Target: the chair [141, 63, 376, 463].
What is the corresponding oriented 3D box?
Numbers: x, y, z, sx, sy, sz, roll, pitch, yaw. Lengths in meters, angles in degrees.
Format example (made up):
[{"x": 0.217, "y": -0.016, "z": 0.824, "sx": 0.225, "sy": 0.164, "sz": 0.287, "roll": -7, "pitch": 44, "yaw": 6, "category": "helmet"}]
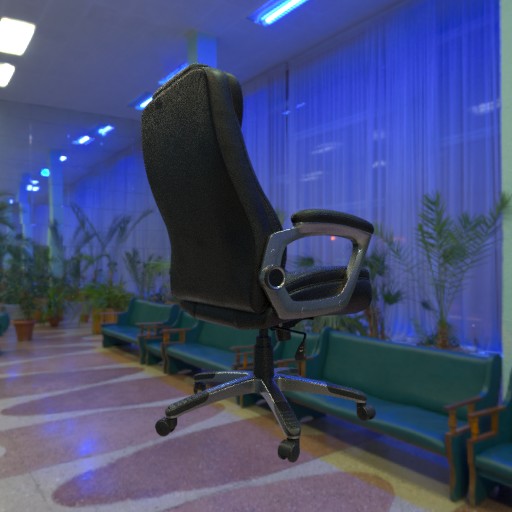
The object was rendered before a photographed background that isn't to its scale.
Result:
[{"x": 0.000, "y": 0.000, "z": 1.497, "sx": 0.689, "sy": 1.075, "sz": 0.697, "roll": 0, "pitch": 0, "yaw": -35, "category": "chair"}]
